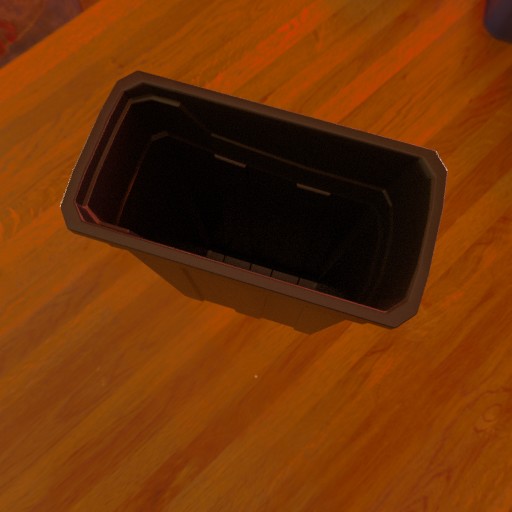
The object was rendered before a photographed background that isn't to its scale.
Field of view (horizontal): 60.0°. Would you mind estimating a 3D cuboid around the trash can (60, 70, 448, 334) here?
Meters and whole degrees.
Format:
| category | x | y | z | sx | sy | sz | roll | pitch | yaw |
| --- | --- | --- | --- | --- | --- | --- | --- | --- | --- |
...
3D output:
| category | x | y | z | sx | sy | sz | roll | pitch | yaw |
| --- | --- | --- | --- | --- | --- | --- | --- | --- | --- |
| trash can | 0.000 | 0.000 | 1.023 | 0.559 | 0.762 | 0.281 | 17 | 75 | 4 |
